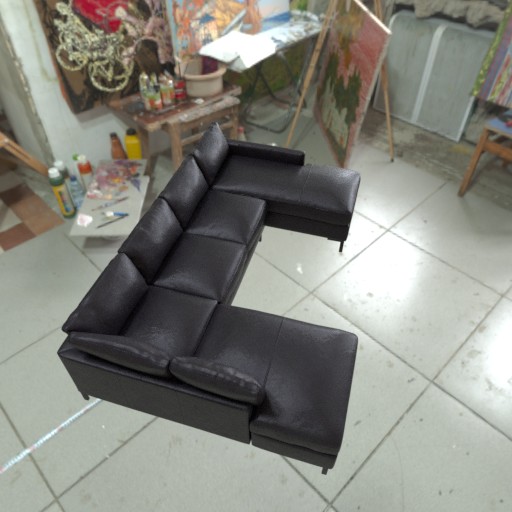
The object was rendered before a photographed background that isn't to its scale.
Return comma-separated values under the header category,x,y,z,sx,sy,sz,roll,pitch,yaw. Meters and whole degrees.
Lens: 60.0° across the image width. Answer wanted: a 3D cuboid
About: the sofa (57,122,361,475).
category,x,y,z,sx,sy,sz,roll,pitch,yaw
sofa,0.000,0.000,3.865,1.939,0.900,2.956,12,47,12
